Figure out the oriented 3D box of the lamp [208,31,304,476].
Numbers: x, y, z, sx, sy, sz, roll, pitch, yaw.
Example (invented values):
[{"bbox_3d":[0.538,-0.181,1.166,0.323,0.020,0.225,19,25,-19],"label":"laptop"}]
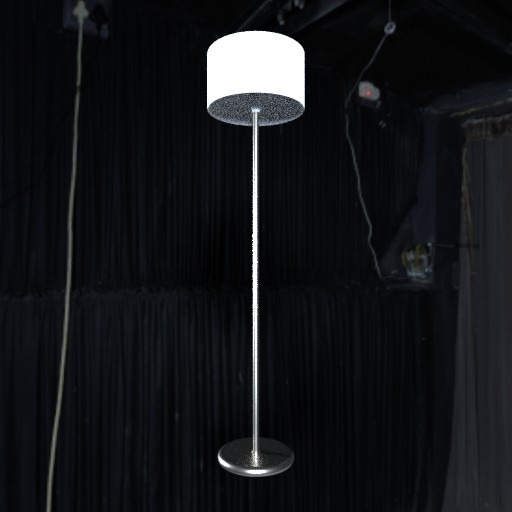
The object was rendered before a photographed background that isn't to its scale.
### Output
[{"bbox_3d":[0.000,0.000,1.588,0.347,1.443,0.347,1,-1,-37],"label":"lamp"}]
